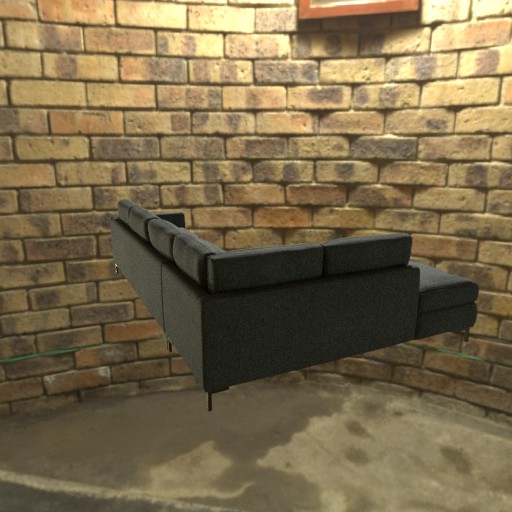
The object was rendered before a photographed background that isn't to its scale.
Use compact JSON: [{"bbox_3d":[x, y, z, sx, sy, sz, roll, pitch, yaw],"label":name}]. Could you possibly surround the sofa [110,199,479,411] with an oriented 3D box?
[{"bbox_3d":[0.000,0.000,3.868,2.007,0.815,2.949,-7,16,-25],"label":"sofa"}]
